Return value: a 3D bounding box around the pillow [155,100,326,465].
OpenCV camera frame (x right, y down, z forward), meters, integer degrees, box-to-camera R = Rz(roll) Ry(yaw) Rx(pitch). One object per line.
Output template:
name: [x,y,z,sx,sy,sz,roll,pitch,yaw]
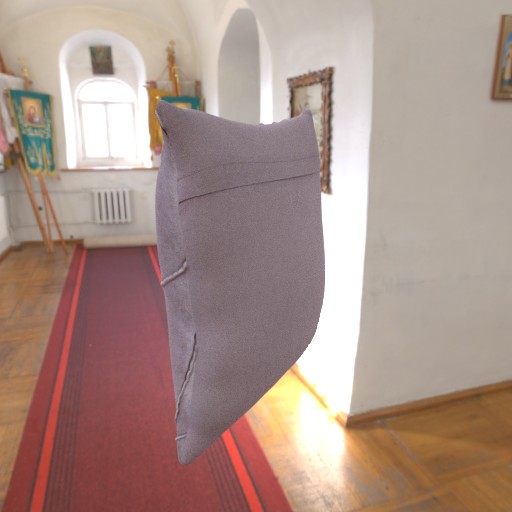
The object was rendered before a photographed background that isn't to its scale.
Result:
pillow: [0.000,0.000,0.677,0.185,0.440,0.439,8,18,25]
